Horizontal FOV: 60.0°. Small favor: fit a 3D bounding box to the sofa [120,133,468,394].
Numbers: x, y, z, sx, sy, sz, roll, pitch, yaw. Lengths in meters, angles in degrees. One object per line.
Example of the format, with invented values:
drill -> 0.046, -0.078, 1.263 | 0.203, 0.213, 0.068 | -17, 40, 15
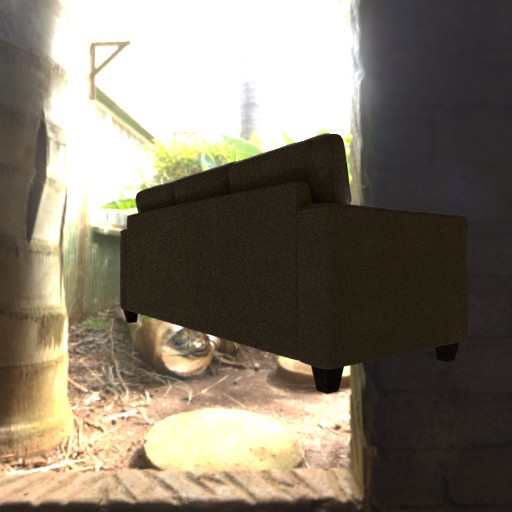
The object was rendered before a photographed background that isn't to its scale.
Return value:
sofa -> 0.000, 0.000, 2.628 | 0.939, 0.965, 2.133 | 0, 0, -36
